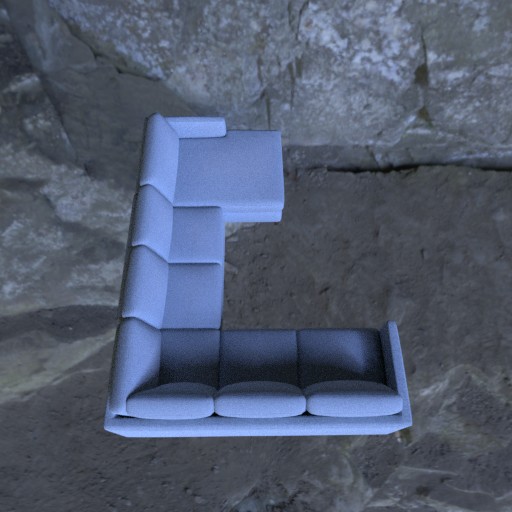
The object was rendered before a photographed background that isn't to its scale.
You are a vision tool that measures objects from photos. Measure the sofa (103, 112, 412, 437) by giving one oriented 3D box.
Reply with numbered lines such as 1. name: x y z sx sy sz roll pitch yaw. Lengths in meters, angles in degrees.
1. sofa: 0.000 0.000 4.556 2.551 0.889 3.403 -1 63 0
